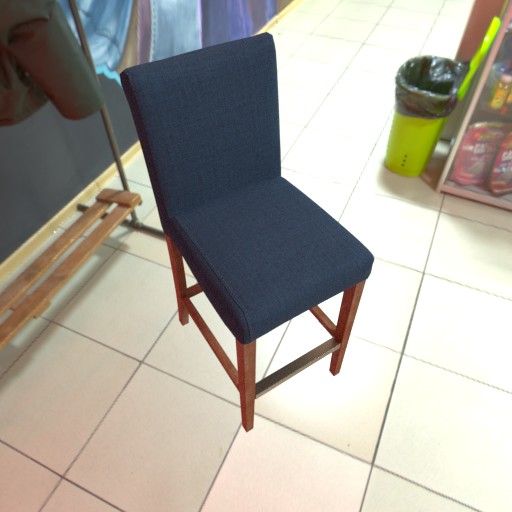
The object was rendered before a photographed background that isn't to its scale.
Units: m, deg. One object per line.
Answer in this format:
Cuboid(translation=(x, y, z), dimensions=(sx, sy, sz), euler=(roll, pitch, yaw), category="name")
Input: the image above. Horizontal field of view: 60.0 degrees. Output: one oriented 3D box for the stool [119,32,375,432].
Cuboid(translation=(0.000, 0.000, 1.379), dimensions=(0.454, 1.088, 0.574), euler=(-25, 53, -21), category="stool")
